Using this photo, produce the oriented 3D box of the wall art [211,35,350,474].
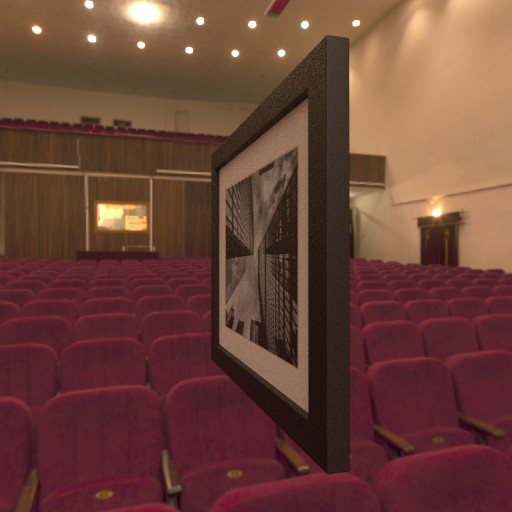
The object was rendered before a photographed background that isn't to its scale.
[{"bbox_3d":[0.000,0.000,0.726,0.031,0.457,0.558,0,-1,-18],"label":"wall art"}]
